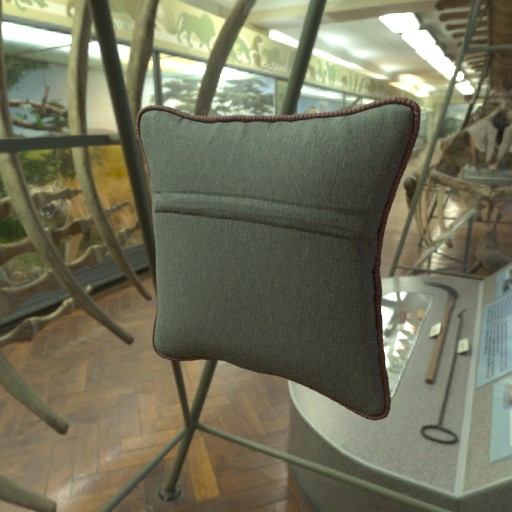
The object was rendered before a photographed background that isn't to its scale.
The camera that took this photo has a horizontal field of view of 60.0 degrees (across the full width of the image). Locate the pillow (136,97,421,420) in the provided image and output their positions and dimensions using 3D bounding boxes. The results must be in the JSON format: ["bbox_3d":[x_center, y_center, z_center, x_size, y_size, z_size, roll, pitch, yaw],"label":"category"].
[{"bbox_3d":[0.000,0.000,0.742,0.482,0.491,0.124,8,18,27],"label":"pillow"}]
